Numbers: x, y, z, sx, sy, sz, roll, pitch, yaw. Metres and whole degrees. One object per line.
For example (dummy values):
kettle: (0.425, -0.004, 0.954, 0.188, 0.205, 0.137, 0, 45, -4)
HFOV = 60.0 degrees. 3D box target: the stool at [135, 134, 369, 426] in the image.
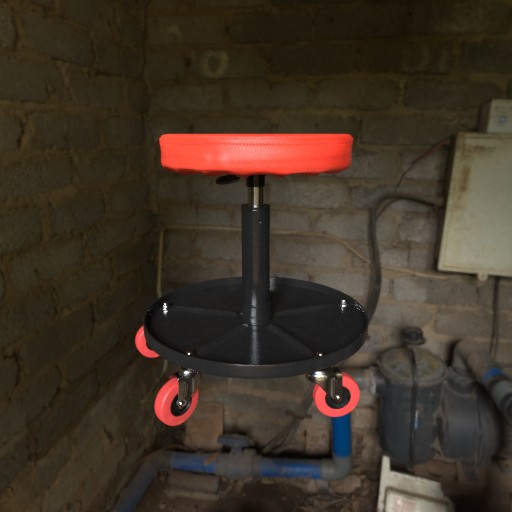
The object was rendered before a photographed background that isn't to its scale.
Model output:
stool: (0.000, 0.000, 0.687, 0.381, 0.365, 0.382, -7, 17, -24)
